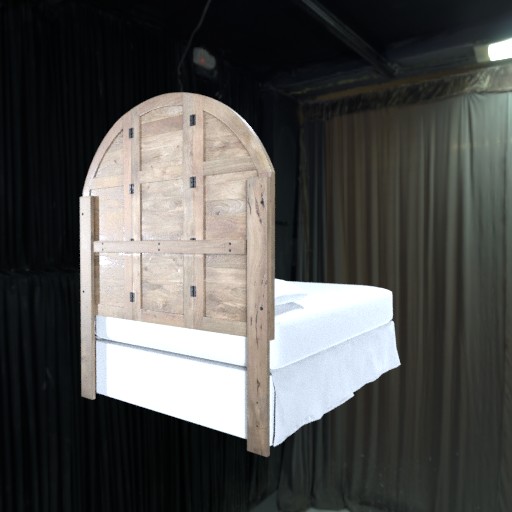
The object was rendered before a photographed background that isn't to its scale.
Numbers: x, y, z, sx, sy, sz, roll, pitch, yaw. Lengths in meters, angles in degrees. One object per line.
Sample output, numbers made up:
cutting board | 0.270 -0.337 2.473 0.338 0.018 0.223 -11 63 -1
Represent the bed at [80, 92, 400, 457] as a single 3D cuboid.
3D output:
bed | 0.000 0.000 3.573 1.713 2.002 2.112 1 2 35
